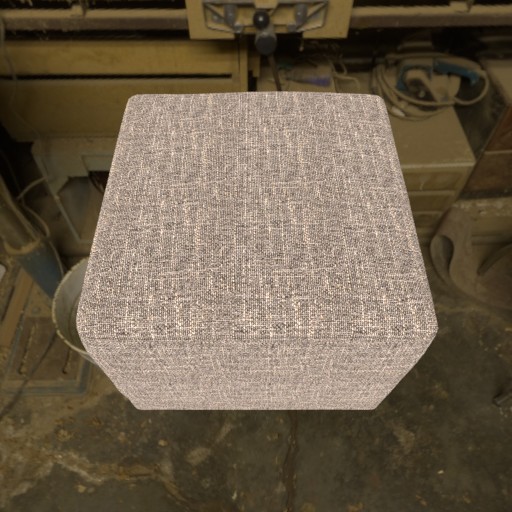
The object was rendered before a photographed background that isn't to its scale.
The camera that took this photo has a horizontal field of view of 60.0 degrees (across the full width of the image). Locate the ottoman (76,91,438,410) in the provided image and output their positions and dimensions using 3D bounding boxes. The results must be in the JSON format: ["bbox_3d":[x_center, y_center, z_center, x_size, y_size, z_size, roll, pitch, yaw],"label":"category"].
[{"bbox_3d":[0.000,0.000,0.895,0.512,0.453,0.521,0,57,0],"label":"ottoman"}]
